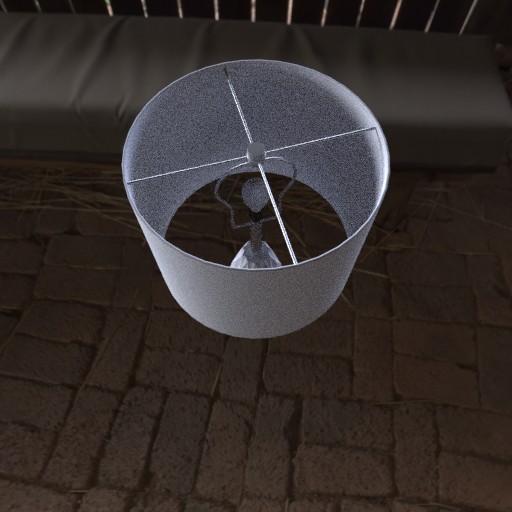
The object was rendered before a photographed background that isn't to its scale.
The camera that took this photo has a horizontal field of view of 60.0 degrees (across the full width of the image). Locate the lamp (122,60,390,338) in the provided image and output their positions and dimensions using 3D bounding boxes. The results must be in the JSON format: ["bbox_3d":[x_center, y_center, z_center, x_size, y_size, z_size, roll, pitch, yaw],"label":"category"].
[{"bbox_3d":[0.000,0.000,0.723,0.297,0.522,0.297,0,63,0],"label":"lamp"}]
